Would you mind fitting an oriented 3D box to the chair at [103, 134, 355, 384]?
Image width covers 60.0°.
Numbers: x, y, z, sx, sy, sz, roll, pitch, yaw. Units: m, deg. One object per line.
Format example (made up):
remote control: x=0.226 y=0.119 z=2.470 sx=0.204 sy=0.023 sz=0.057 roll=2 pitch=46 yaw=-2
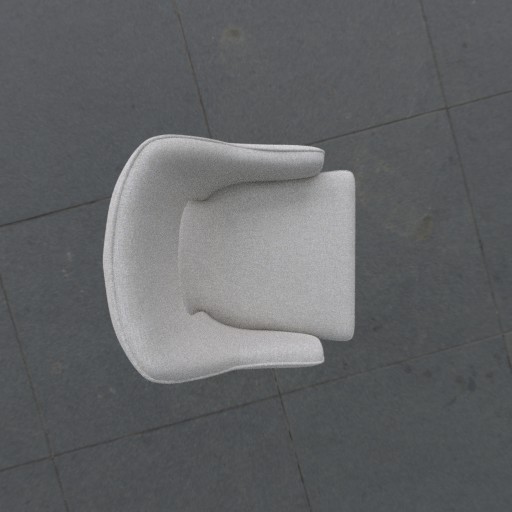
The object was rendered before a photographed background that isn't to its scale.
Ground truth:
chair: x=0.000 y=0.000 z=1.206 sx=0.580 sy=0.840 sz=0.560 roll=0 pitch=91 yaw=-1
